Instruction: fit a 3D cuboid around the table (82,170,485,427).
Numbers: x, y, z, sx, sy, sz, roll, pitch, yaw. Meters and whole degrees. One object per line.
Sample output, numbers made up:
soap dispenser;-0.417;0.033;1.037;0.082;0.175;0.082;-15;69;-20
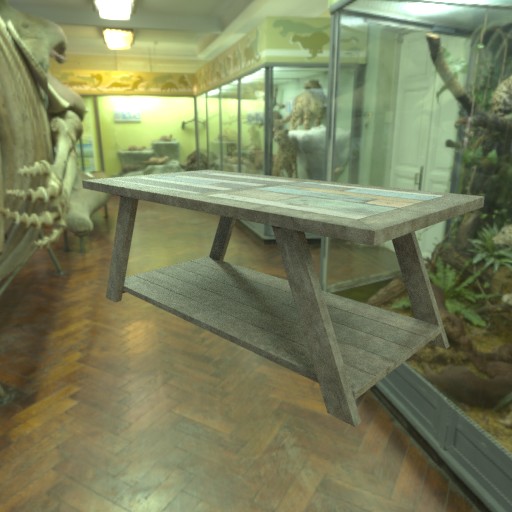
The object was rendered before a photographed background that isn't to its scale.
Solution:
table;0.000;0.000;1.522;1.219;0.470;0.610;15;22;42
